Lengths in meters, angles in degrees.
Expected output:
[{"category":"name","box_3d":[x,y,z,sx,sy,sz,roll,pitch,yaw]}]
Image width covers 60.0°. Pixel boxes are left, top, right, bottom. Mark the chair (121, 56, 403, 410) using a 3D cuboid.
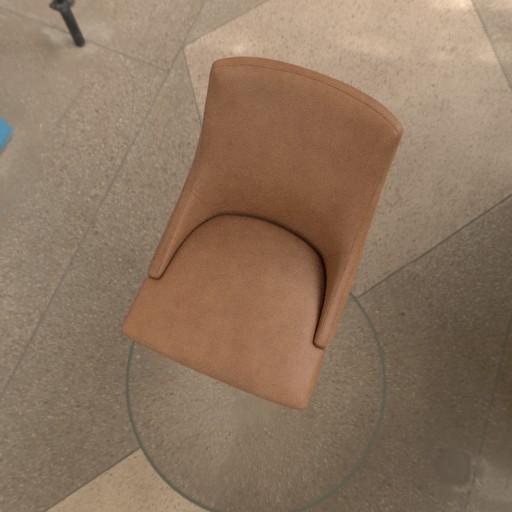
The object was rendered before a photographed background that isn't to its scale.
[{"category":"chair","box_3d":[0.000,0.000,1.516,0.701,0.909,0.861,22,76,6]}]
